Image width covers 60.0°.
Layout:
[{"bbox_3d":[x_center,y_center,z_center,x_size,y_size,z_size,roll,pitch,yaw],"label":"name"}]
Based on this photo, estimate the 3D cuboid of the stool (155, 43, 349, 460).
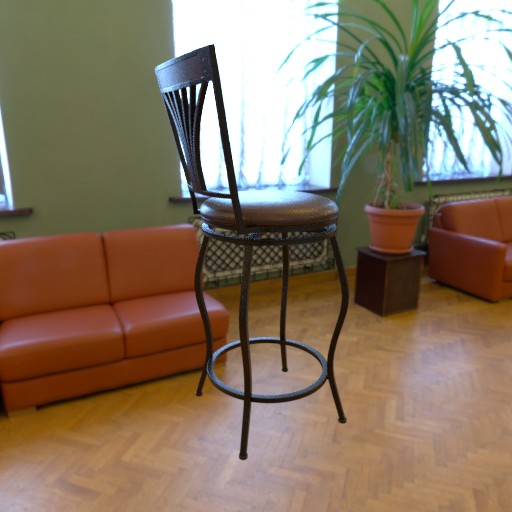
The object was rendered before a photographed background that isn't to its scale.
[{"bbox_3d":[0.000,0.000,1.389,0.514,1.117,0.433,-8,17,-27],"label":"stool"}]
